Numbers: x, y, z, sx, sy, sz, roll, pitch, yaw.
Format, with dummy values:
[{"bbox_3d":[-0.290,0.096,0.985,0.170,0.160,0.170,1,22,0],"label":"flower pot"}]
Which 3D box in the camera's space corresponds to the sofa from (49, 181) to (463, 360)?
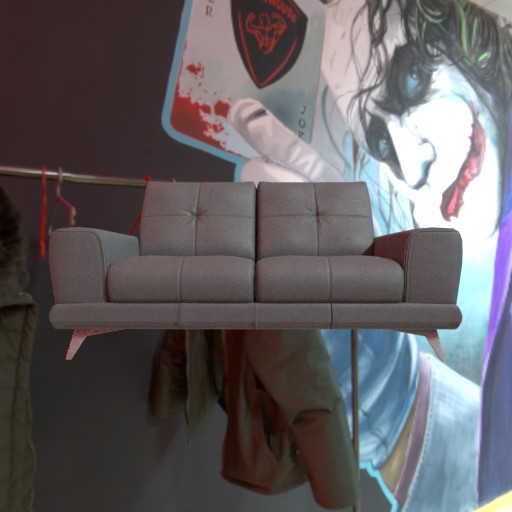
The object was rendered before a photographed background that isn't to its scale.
[{"bbox_3d":[0.000,0.000,2.367,1.806,0.907,1.018,0,-1,1],"label":"sofa"}]
